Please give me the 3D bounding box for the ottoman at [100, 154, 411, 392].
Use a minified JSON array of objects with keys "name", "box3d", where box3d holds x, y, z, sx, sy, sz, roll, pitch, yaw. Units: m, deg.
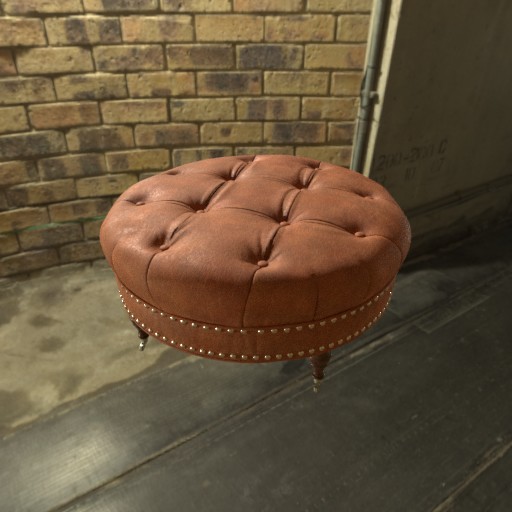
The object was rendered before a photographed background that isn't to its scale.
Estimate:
[{"name":"ottoman","box3d":[0.000,0.000,1.396,0.901,0.444,0.901,0,30,0]}]
